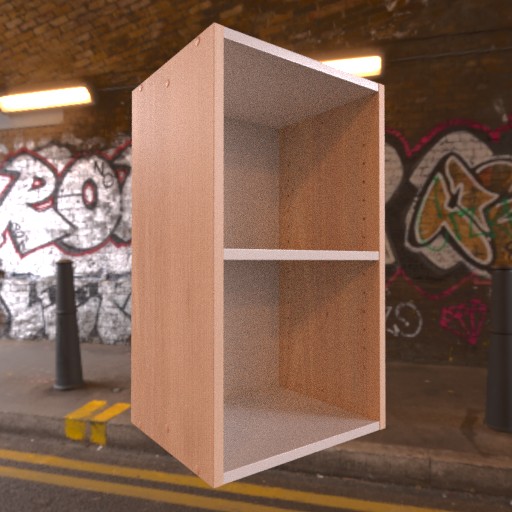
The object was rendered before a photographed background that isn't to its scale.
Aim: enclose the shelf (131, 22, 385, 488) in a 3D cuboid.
[{"bbox_3d":[0.000,0.000,0.790,0.350,0.600,0.290,0,-1,-36],"label":"shelf"}]
